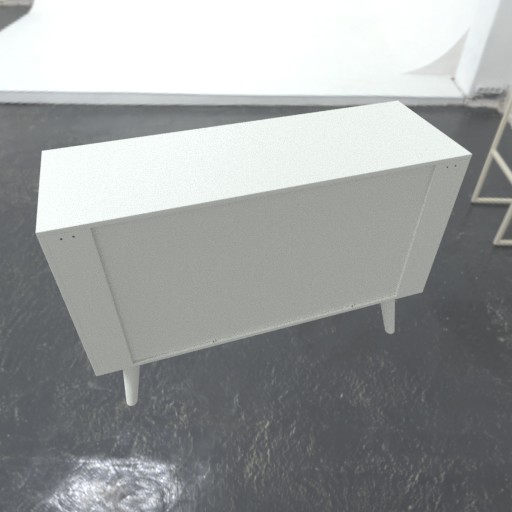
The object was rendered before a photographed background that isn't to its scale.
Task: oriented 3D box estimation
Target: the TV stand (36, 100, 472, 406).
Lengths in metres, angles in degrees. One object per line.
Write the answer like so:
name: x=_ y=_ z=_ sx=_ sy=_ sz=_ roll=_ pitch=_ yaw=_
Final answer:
TV stand: x=0.000 y=0.000 z=1.567 sx=1.193 sy=0.812 sz=0.406 roll=-12 pitch=43 yaw=-13
